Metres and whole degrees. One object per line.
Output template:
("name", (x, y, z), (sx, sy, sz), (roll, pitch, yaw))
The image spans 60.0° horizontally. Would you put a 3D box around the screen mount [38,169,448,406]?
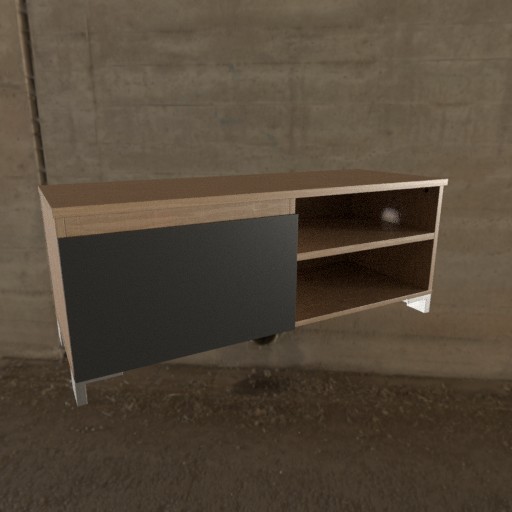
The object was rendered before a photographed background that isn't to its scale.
("screen mount", (0.000, 0.000, 1.300), (1.084, 0.432, 0.406), (-8, 18, -27))
